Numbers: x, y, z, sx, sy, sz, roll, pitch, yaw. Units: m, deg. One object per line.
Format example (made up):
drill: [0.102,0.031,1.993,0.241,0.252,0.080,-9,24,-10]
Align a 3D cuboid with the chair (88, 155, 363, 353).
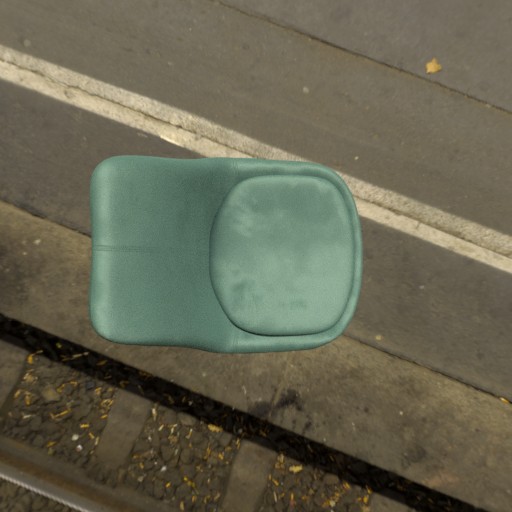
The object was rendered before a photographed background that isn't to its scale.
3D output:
chair: [0.000,0.000,1.168,0.547,0.865,0.483,0,88,2]
